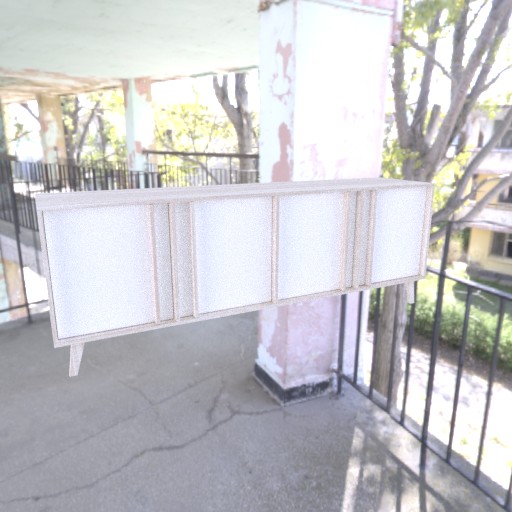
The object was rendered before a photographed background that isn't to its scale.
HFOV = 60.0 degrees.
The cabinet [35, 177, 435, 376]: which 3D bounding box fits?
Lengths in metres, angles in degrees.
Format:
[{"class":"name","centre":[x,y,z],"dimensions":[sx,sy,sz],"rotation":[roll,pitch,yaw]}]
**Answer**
[{"class":"cabinet","centre":[0.000,0.000,2.553],"dimensions":[2.200,0.780,0.500],"rotation":[-7,16,-26]}]
